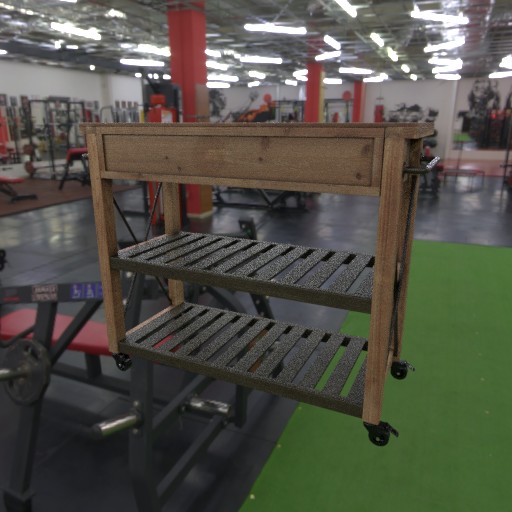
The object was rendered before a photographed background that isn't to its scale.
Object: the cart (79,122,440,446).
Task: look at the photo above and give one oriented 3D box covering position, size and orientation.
[{"bbox_3d":[0.000,0.000,0.962,0.686,0.554,0.298,8,18,24],"label":"cart"}]
